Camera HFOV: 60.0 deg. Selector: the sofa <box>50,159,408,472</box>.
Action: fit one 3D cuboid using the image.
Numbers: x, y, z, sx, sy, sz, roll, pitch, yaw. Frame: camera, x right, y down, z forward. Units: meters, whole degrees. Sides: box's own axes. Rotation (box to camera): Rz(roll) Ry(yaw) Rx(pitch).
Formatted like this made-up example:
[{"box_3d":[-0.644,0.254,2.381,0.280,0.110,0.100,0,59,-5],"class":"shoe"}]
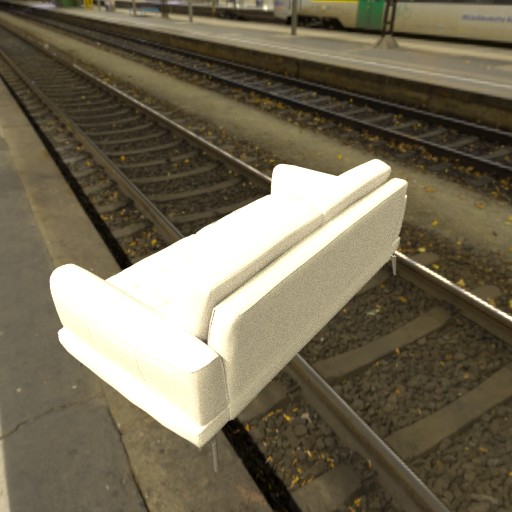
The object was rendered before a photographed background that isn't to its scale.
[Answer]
[{"box_3d":[0.000,0.000,2.723,1.121,0.930,2.177,22,37,32],"class":"sofa"}]
